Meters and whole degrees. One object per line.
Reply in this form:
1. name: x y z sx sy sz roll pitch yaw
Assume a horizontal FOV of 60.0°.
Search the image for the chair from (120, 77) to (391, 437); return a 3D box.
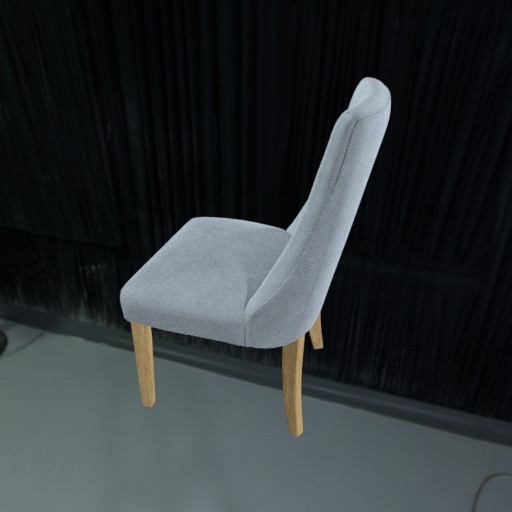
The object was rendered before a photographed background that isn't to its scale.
1. chair: 0.000 0.000 1.241 0.610 0.902 0.495 8 30 14
